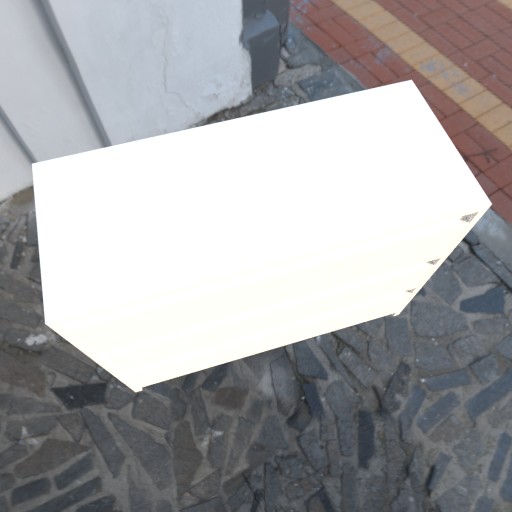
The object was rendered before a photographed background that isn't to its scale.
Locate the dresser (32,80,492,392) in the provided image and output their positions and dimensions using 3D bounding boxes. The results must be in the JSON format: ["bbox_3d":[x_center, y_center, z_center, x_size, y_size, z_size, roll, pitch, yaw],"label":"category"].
[{"bbox_3d":[0.000,0.000,1.507,1.100,0.820,0.460,-15,64,-7],"label":"dresser"}]
